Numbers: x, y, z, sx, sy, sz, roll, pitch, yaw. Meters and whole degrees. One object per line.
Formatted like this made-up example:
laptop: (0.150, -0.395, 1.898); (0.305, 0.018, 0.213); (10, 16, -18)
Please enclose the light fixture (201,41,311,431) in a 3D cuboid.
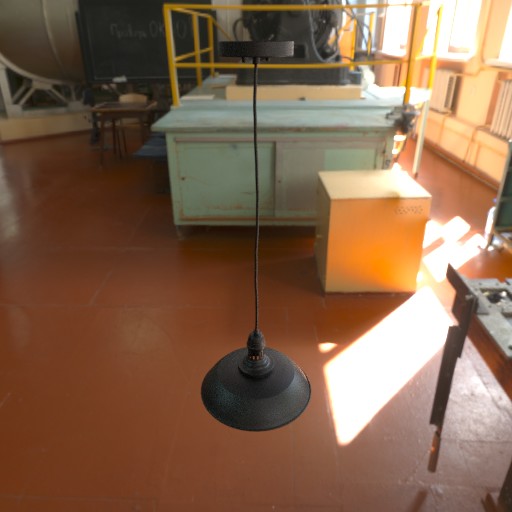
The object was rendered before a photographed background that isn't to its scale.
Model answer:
light fixture: (0.000, 0.000, 1.139); (0.331, 0.993, 0.331); (18, 31, 32)
